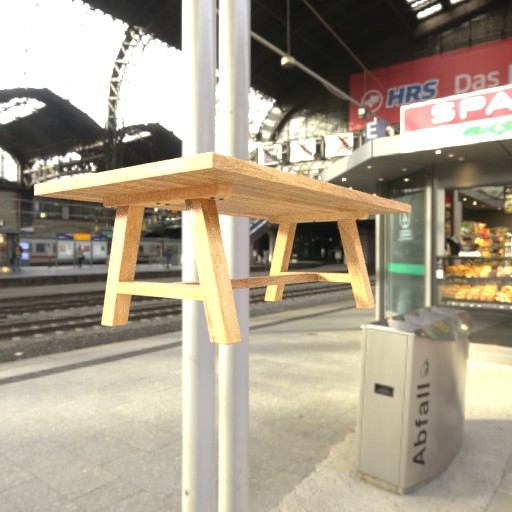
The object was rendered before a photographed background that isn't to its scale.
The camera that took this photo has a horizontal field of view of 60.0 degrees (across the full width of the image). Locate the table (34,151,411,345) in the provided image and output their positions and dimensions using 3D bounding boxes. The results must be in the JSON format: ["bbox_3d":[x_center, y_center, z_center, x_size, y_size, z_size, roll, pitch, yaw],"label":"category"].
[{"bbox_3d":[0.000,0.000,1.700,0.760,0.455,1.320,0,0,37],"label":"table"}]
